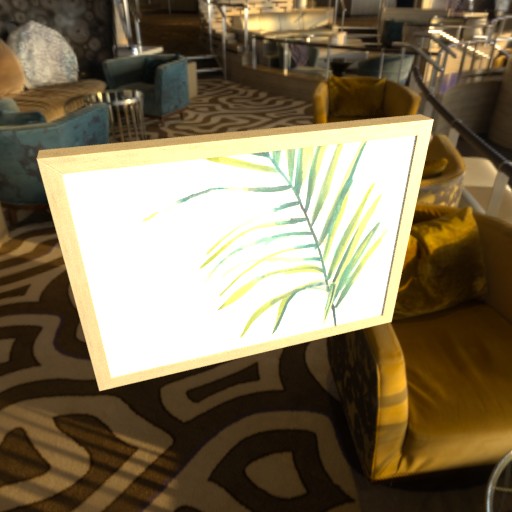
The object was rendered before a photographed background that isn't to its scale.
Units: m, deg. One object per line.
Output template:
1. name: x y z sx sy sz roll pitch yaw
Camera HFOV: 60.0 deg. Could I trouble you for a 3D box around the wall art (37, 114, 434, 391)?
1. wall art: 0.000 0.000 0.684 0.532 0.380 0.032 -10 33 -16
